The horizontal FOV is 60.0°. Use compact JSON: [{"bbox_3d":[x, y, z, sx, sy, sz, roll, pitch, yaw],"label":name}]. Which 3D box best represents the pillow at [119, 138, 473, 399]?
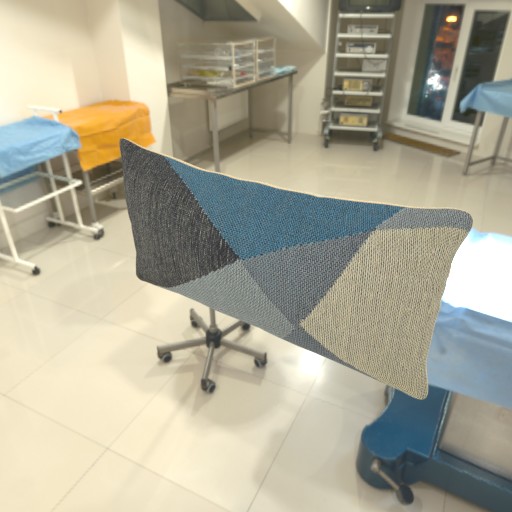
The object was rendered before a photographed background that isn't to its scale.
[{"bbox_3d":[0.000,0.000,0.726,0.604,0.307,0.148,18,35,28],"label":"pillow"}]
